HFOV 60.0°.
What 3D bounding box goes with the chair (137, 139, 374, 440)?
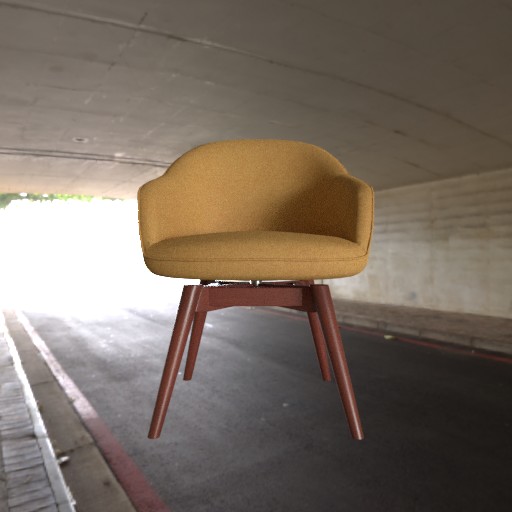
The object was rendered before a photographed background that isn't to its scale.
[{"bbox_3d":[0.000,0.000,1.265,0.596,0.823,0.635,0,0,1],"label":"chair"}]
